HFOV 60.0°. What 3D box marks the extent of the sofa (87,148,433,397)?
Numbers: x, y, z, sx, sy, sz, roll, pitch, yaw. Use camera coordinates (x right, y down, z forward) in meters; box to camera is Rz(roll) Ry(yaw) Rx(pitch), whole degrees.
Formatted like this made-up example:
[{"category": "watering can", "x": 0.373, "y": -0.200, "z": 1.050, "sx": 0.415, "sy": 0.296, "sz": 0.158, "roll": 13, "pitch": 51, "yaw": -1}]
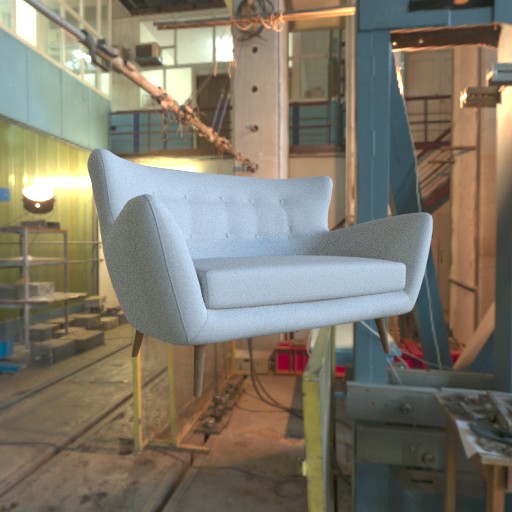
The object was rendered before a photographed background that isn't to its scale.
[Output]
[{"category": "sofa", "x": 0.000, "y": 0.000, "z": 1.996, "sx": 1.424, "sy": 0.878, "sz": 0.921, "roll": -1, "pitch": 2, "yaw": -36}]
